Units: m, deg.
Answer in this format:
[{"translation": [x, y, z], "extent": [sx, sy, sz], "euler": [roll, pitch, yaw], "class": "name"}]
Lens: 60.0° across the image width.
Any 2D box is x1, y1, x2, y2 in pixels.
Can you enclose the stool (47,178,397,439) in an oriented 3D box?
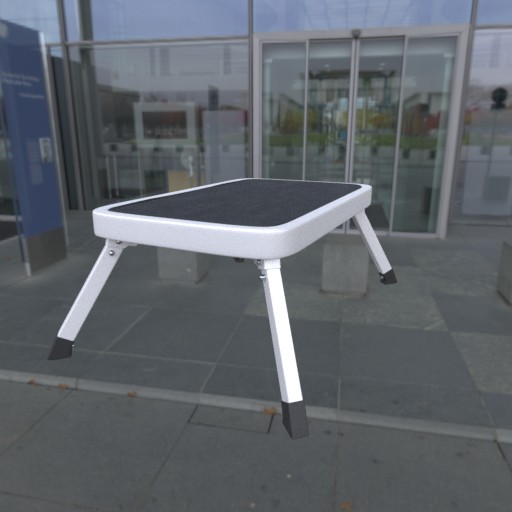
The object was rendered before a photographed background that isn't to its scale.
[{"translation": [0.000, 0.000, 0.613], "extent": [0.320, 0.170, 0.460], "euler": [8, 18, 25], "class": "stool"}]
